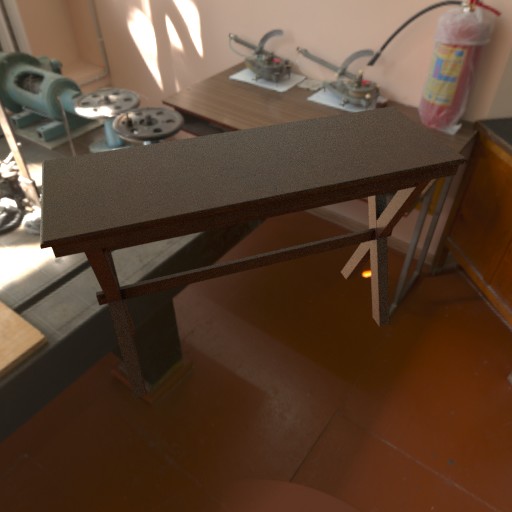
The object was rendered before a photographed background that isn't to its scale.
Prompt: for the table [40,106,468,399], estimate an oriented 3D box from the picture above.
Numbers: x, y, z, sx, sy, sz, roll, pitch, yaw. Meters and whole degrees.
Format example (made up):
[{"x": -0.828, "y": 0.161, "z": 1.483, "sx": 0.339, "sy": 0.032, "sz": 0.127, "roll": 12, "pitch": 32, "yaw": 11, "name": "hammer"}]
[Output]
[{"x": 0.000, "y": 0.000, "z": 1.560, "sx": 1.197, "sy": 0.763, "sz": 0.399, "roll": -13, "pitch": 43, "yaw": -14, "name": "table"}]
